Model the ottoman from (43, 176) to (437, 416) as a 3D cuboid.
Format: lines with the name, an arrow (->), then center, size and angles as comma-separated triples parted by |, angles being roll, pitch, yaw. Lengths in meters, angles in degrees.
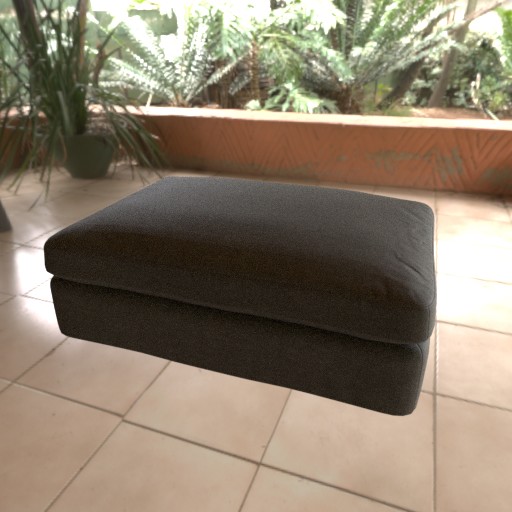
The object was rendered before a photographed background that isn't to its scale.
ottoman -> 0.000, 0.000, 1.607 | 1.199, 0.429, 0.840 | 9, 27, 17
